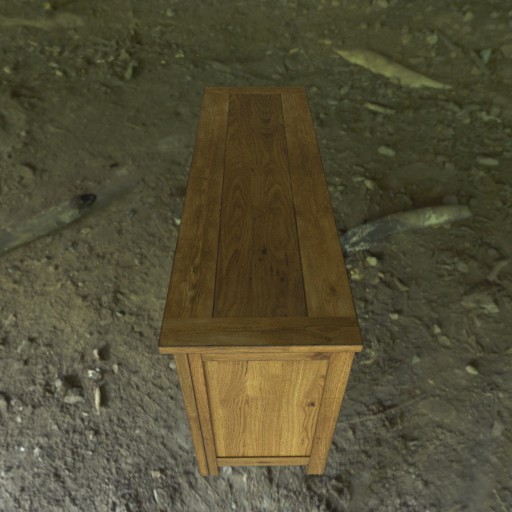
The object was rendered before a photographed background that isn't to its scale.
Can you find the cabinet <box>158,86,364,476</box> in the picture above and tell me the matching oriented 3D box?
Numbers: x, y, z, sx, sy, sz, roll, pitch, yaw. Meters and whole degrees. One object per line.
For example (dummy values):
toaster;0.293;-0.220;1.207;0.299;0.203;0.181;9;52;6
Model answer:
cabinet;0.000;0.000;1.831;0.480;0.813;1.474;0;43;0
